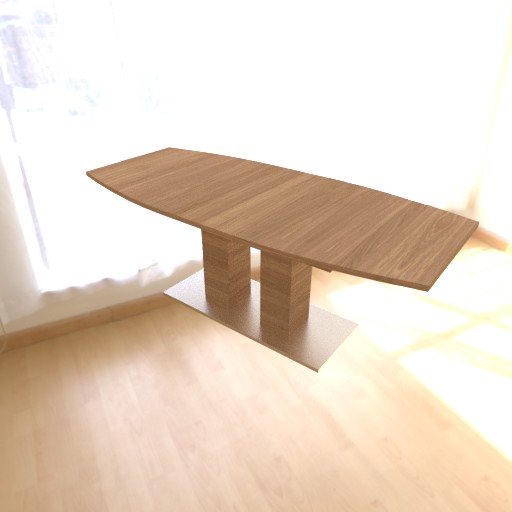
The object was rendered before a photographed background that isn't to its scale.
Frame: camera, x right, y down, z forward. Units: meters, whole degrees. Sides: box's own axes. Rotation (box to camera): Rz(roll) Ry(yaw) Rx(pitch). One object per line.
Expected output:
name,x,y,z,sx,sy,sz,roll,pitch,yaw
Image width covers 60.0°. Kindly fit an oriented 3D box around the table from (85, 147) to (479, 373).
table,0.000,0.000,2.493,2.032,0.750,0.900,21,35,32
